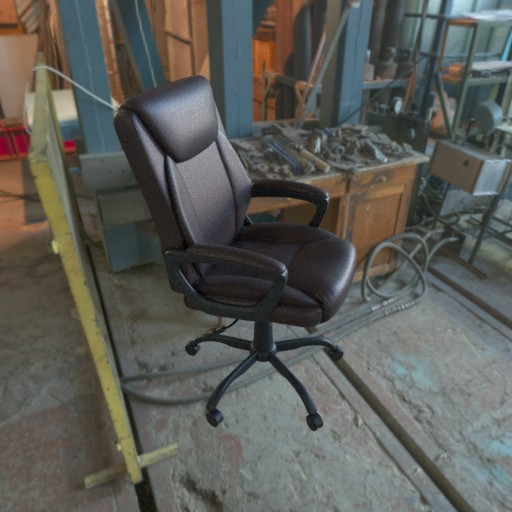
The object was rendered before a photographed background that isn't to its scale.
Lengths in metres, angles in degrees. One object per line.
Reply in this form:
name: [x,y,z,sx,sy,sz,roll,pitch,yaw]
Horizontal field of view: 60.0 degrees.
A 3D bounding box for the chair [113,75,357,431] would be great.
chair: [0.000,0.000,1.496,0.655,1.072,0.615,11,33,17]
